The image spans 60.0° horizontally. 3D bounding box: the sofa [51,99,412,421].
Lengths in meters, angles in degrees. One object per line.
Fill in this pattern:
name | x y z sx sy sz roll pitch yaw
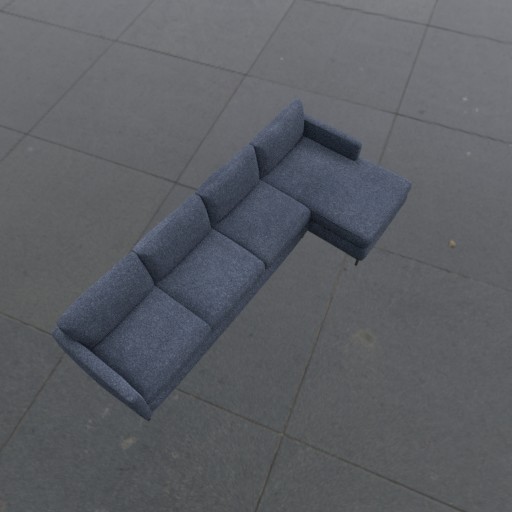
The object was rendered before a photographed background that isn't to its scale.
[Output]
sofa | 0.000 0.000 3.559 1.350 0.810 2.932 33 64 19
